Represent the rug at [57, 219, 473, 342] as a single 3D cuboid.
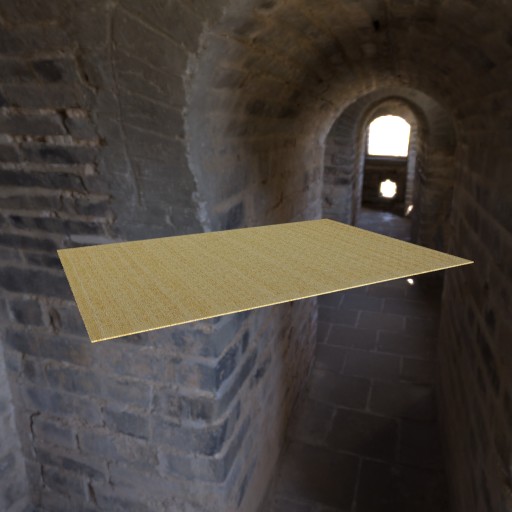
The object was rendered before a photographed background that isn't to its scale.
[{"bbox_3d":[0.000,0.000,2.916,2.286,0.006,1.524,-9,18,-27],"label":"rug"}]
